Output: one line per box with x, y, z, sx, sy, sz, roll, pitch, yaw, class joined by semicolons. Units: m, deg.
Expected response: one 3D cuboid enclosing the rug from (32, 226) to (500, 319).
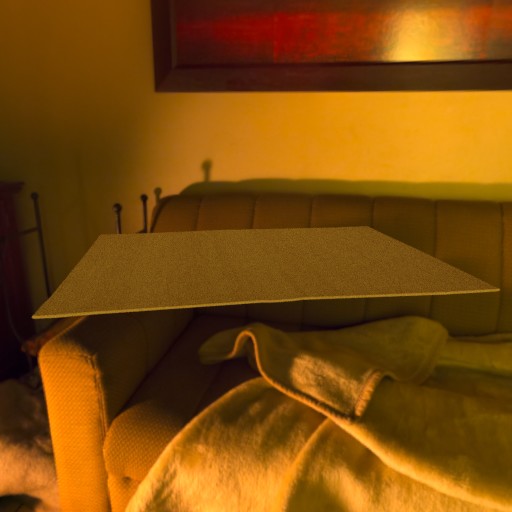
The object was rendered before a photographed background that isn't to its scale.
0.000;0.000;4.111;3.202;0.045;2.434;-2;15;-9;rug
